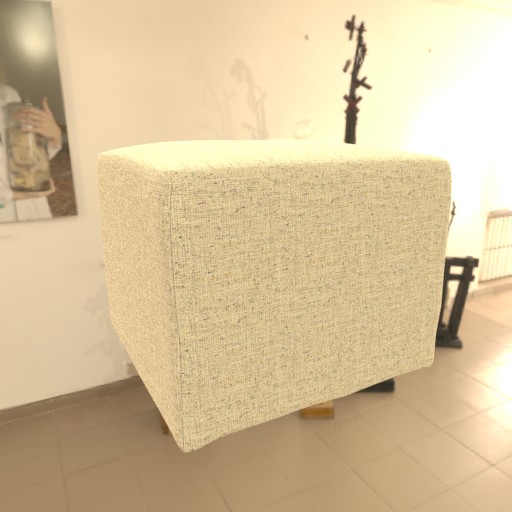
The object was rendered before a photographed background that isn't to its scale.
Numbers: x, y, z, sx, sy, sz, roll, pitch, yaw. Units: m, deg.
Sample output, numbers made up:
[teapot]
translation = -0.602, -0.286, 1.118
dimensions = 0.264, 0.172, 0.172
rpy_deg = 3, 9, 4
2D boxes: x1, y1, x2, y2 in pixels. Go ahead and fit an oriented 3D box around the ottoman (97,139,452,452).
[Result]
[ottoman]
translation = 0.000, 0.000, 0.896
dimensions = 0.521, 0.453, 0.512
rpy_deg = -8, 18, -27
